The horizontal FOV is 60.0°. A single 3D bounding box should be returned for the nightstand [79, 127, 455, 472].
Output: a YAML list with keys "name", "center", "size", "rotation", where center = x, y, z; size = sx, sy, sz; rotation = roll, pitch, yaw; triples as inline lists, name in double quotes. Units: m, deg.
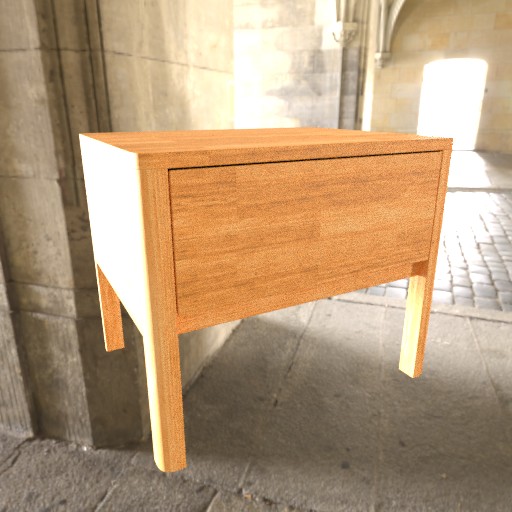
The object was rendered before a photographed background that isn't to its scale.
- name: "nightstand"
  center: [0.000, 0.000, 0.893]
  size: [0.560, 0.470, 0.440]
  rotation: [-10, 21, -27]
